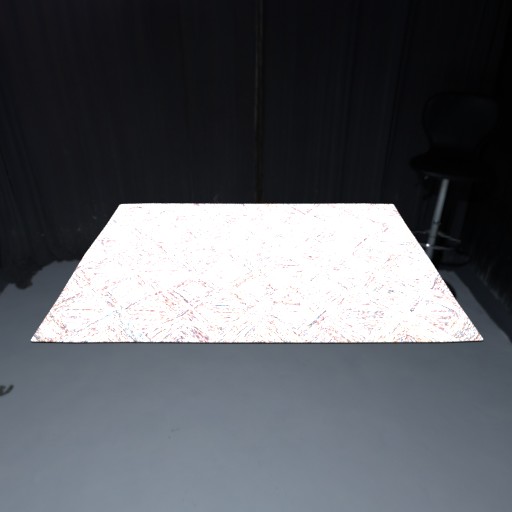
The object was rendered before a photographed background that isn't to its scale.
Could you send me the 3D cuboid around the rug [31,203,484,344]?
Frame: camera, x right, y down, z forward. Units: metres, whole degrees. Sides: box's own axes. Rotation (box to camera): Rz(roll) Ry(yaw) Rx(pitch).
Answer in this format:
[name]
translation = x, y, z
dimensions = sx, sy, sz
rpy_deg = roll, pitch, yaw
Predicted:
[rug]
translation = 0.000, 0.000, 4.167
dimensions = 3.226, 0.024, 2.436
rpy_deg = 0, 30, 0
